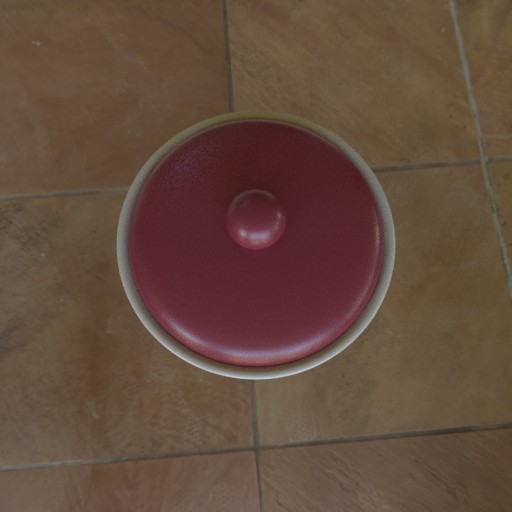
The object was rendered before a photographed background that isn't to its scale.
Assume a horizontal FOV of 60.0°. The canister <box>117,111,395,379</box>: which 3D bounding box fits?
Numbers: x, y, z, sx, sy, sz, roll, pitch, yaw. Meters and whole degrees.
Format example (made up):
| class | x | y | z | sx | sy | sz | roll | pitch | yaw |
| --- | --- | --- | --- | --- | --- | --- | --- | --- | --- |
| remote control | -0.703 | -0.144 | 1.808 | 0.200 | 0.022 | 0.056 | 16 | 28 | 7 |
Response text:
| class | x | y | z | sx | sy | sz | roll | pitch | yaw |
| --- | --- | --- | --- | --- | --- | --- | --- | --- | --- |
| canister | 0.000 | 0.000 | 0.345 | 0.181 | 0.211 | 0.181 | 0 | 77 | 0 |
